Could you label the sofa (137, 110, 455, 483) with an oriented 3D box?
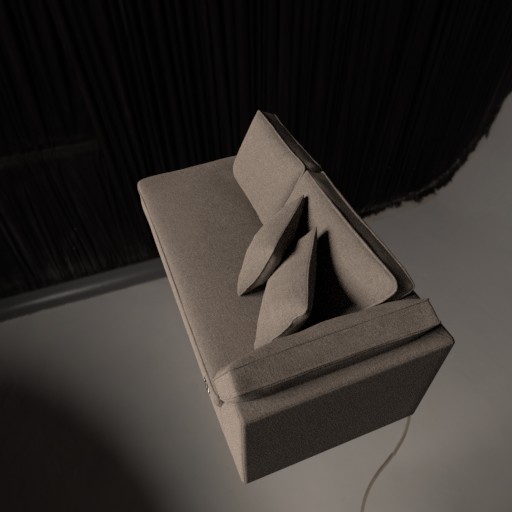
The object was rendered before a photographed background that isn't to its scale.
[{"bbox_3d":[0.000,0.000,2.813,1.110,1.033,2.237,-16,48,-15],"label":"sofa"}]
